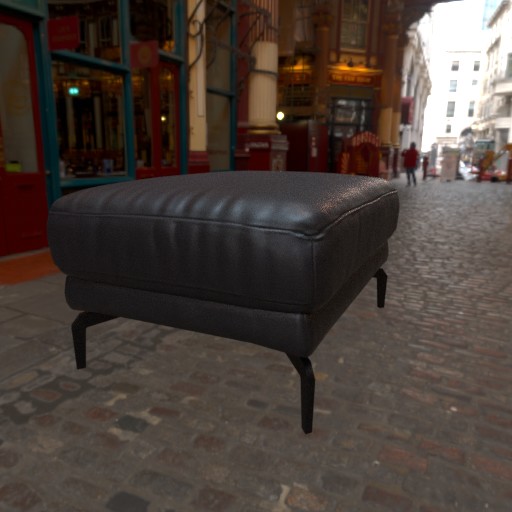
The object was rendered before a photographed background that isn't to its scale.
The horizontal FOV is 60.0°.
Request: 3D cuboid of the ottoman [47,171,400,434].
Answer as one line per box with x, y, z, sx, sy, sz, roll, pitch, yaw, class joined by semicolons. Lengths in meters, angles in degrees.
0.000;0.000;1.080;0.570;0.402;0.764;6;15;25;ottoman
